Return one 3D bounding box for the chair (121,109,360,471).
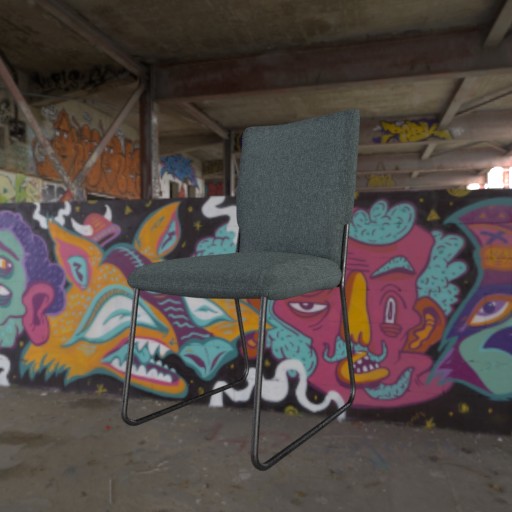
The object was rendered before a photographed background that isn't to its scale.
[{"bbox_3d":[0.000,0.000,1.309,0.480,0.931,0.635,1,1,35],"label":"chair"}]
